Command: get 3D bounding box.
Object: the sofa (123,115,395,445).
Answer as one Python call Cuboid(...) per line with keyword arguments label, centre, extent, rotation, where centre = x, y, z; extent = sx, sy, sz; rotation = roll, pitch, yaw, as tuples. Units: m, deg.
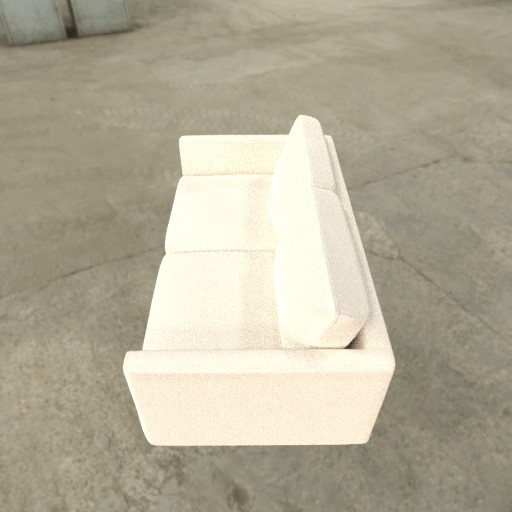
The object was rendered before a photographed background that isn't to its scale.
Cuboid(label="sofa", centre=(0.000, 0.000, 2.270), extent=(0.964, 0.888, 1.702), rotation=(0, 42, 0))
